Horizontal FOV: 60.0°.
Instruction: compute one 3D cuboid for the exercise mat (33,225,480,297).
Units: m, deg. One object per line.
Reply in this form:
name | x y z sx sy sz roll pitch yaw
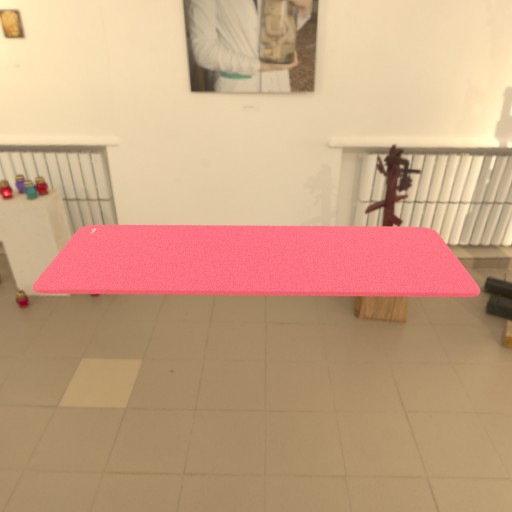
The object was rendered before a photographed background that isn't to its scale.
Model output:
exercise mat | 0.000 0.000 2.092 1.884 0.021 0.616 0 30 1
